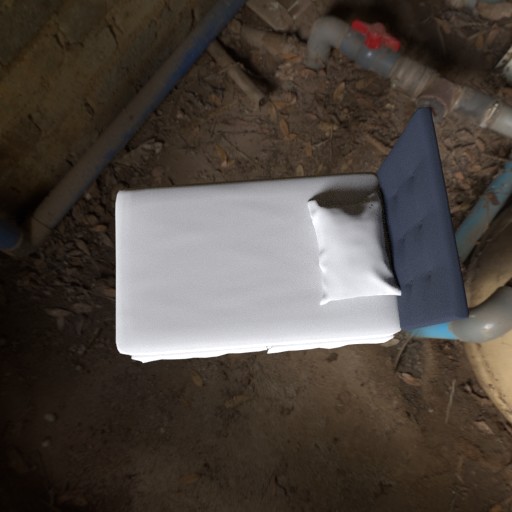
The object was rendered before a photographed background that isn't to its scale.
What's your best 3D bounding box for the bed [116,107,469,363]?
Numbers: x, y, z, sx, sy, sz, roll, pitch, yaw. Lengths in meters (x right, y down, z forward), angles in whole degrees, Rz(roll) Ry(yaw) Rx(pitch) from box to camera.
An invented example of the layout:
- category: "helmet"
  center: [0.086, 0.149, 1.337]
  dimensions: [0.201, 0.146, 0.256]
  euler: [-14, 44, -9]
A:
- category: "bed"
  center: [0.000, 0.000, 2.978]
  dimensions: [1.997, 1.571, 1.261]
  euler: [-4, 77, -1]
